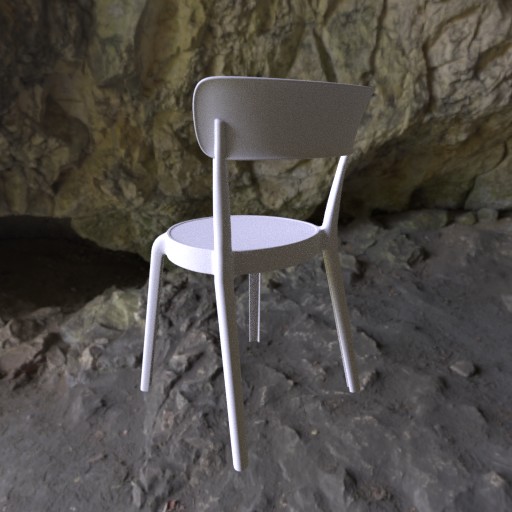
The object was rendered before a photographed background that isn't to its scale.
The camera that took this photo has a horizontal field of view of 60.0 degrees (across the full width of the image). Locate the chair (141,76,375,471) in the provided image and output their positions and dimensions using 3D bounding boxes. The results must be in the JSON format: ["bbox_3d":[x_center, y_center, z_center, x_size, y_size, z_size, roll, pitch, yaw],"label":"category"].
[{"bbox_3d":[0.000,0.000,1.117,0.506,0.790,0.491,-15,22,-41],"label":"chair"}]
